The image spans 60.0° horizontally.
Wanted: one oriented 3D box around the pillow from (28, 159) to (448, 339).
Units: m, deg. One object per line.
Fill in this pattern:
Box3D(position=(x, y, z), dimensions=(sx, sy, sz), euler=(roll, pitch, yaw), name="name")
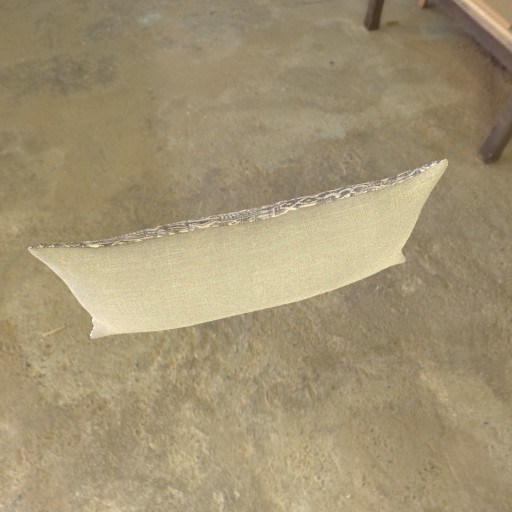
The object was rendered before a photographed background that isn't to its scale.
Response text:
Box3D(position=(0.000, 0.000, 0.741), dimensions=(0.631, 0.290, 0.148), euler=(-13, 58, -8), name="pillow")
